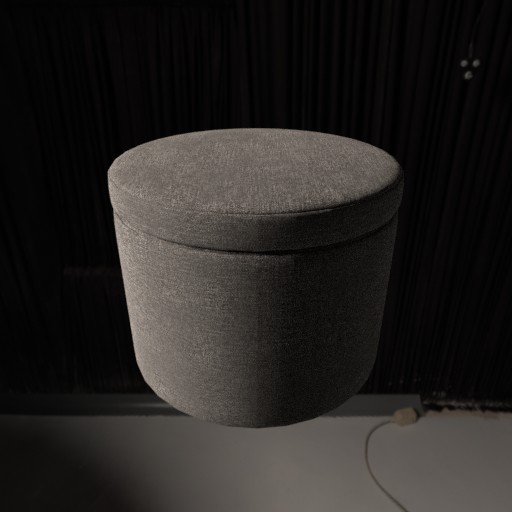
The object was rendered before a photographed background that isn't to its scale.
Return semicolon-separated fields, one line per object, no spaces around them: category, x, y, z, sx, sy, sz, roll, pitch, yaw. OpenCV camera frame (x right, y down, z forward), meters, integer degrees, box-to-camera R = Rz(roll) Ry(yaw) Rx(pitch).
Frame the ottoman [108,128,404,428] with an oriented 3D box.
ottoman;0.000;0.000;0.859;0.500;0.419;0.500;0;28;0
